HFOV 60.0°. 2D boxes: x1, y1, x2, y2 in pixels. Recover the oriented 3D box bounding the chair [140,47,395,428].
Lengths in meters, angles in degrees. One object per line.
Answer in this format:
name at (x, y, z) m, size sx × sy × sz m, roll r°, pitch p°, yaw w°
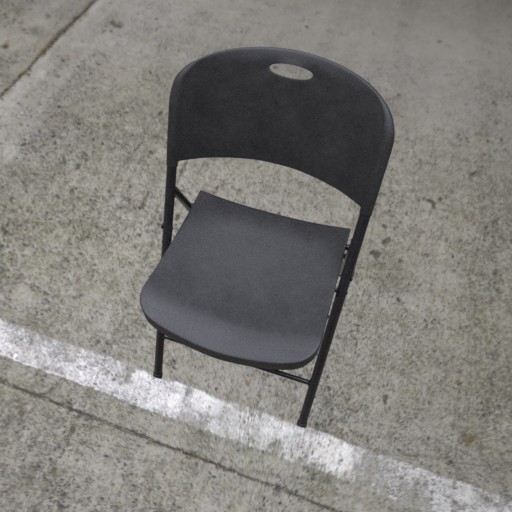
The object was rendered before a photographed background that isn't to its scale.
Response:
chair at (0.000, 0.000, 1.136) m, size 0.494 × 0.810 × 0.566 m, roll 16°, pitch 59°, yaw 10°
